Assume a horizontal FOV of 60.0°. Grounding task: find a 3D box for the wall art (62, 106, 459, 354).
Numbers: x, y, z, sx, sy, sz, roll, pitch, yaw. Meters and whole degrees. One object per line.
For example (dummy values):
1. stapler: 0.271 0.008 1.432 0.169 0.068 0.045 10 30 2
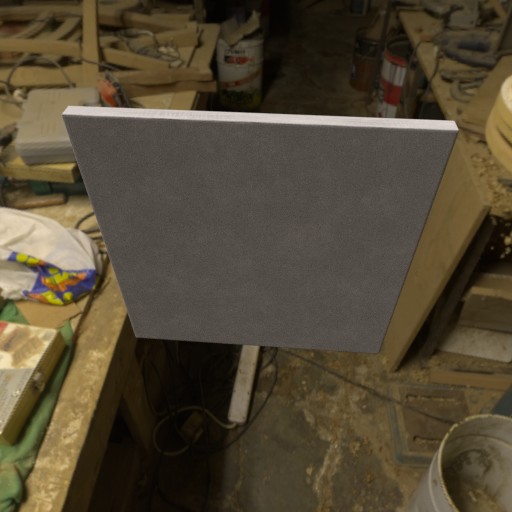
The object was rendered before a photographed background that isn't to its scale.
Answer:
1. wall art: 0.000 0.000 0.449 0.303 0.303 0.015 3 45 3
